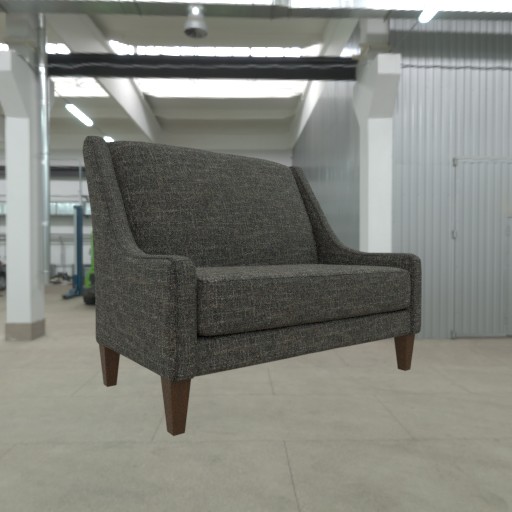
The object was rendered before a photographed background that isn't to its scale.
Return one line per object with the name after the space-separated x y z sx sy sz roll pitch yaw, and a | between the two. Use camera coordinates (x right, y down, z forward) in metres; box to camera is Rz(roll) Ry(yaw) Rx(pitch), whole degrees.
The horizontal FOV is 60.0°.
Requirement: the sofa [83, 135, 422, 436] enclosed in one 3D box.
0.000 0.000 1.924 1.242 1.021 0.870 -1 1 -37 | sofa
